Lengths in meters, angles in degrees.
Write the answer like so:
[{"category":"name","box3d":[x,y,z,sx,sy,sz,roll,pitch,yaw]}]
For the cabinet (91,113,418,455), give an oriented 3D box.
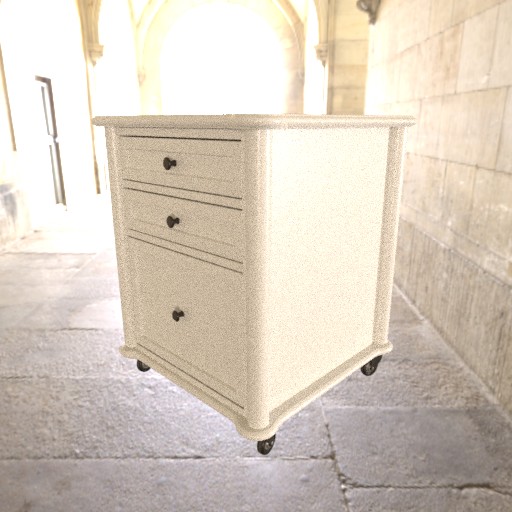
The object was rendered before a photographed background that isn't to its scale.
[{"category":"cabinet","box3d":[0.000,0.000,1.260,0.628,0.761,0.627,16,23,42]}]
